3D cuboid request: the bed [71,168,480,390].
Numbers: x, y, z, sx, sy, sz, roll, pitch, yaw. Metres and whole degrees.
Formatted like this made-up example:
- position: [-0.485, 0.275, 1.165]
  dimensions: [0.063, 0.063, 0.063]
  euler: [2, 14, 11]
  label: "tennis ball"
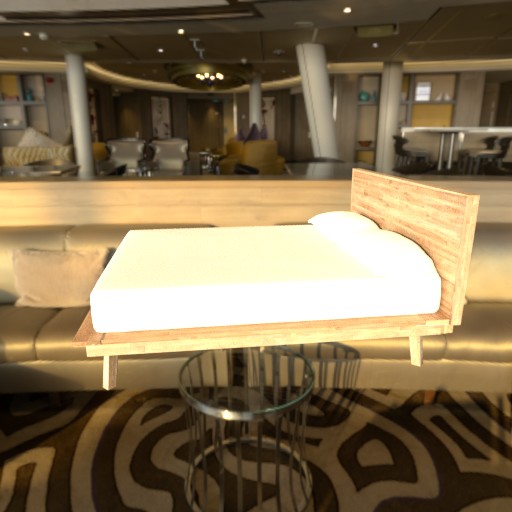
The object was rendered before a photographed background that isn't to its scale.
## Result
- position: [0.000, 0.000, 3.167]
  dimensions: [2.145, 1.071, 1.759]
  euler: [-2, 16, -8]
  label: "bed"
